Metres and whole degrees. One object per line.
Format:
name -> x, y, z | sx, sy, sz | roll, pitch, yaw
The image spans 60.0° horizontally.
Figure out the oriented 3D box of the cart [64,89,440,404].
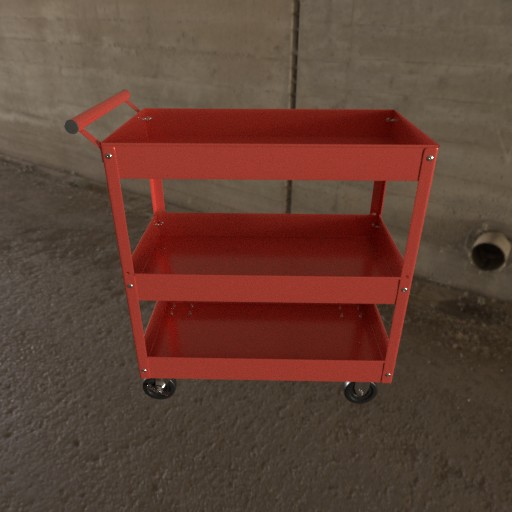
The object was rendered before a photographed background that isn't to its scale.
cart -> 0.000, 0.000, 1.176 | 0.719, 0.780, 0.366 | 1, 29, 1
